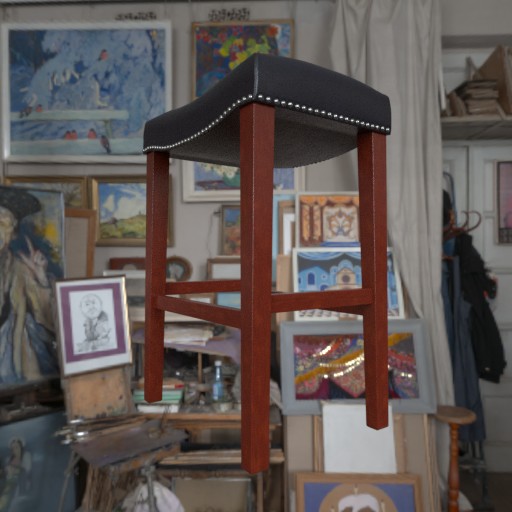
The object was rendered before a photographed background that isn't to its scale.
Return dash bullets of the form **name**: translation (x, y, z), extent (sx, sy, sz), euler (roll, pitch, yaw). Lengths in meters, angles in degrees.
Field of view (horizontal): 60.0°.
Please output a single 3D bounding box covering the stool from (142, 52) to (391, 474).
- **stool**: translation (0.000, 0.000, 1.047), extent (0.372, 0.742, 0.504), euler (0, 0, -36)
